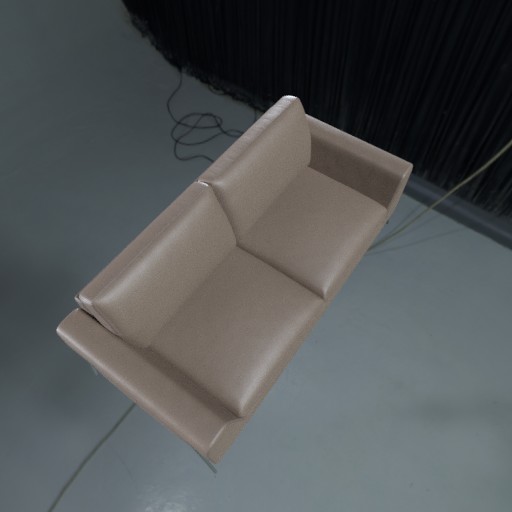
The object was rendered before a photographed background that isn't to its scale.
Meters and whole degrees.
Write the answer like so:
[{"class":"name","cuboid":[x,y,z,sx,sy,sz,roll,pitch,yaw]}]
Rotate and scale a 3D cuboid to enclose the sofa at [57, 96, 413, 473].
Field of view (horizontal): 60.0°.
[{"class":"sofa","cuboid":[0.000,0.000,2.548,0.953,0.875,2.017,31,63,18]}]
